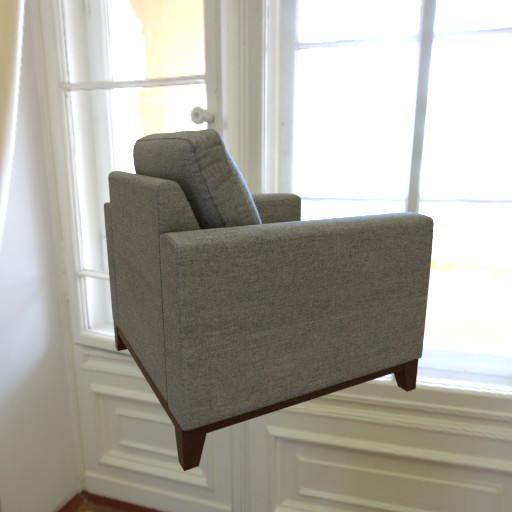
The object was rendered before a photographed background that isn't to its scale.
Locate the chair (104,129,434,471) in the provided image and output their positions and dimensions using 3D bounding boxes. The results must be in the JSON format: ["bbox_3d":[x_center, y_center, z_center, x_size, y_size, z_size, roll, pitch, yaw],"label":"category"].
[{"bbox_3d":[0.000,0.000,1.879,1.038,1.010,1.024,-7,15,-28],"label":"chair"}]
